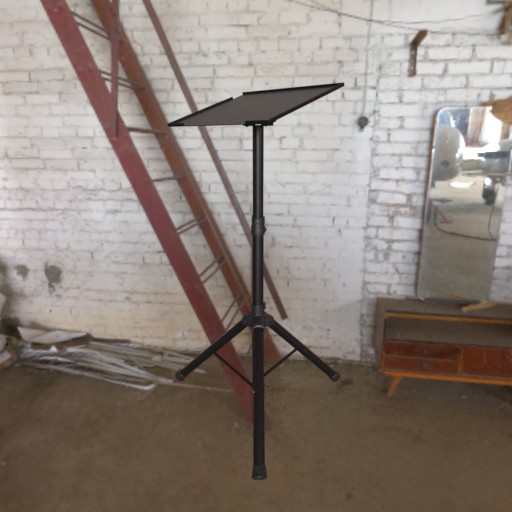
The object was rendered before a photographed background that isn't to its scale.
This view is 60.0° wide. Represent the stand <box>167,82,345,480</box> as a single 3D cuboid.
[{"bbox_3d":[0.000,0.000,1.667,0.702,1.198,0.702,14,20,42],"label":"stand"}]
